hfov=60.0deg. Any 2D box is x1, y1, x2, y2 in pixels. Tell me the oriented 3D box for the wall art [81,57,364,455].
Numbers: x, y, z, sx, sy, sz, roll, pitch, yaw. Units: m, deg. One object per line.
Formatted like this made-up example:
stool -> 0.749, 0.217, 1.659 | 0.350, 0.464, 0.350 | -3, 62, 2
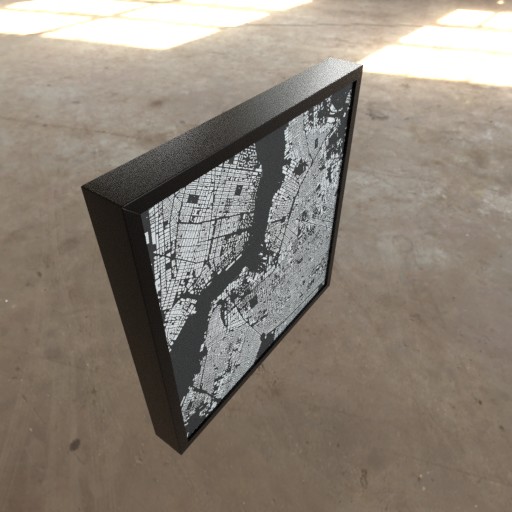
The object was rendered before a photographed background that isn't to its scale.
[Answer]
wall art -> 0.000, 0.000, 0.443 | 0.037, 0.299, 0.299 | 26, 47, 27
